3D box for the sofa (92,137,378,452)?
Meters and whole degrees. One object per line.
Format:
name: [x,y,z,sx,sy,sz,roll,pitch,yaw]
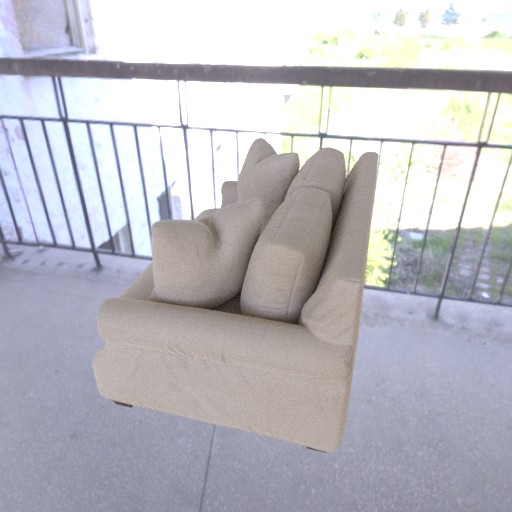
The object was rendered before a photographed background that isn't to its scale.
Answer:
sofa: [0.000,0.000,2.205,1.070,0.905,1.550,8,30,13]
